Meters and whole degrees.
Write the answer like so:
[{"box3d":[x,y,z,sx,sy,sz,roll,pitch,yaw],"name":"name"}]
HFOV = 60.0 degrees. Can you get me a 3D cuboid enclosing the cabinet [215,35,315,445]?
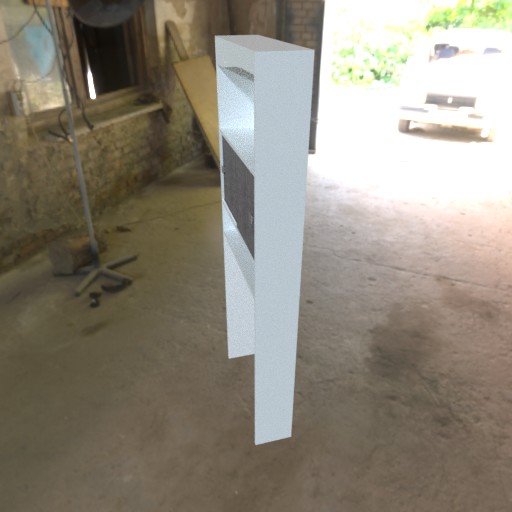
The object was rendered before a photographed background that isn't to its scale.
[{"box3d":[0.000,0.000,2.028,0.192,1.770,0.643,-8,31,-13],"name":"cabinet"}]
